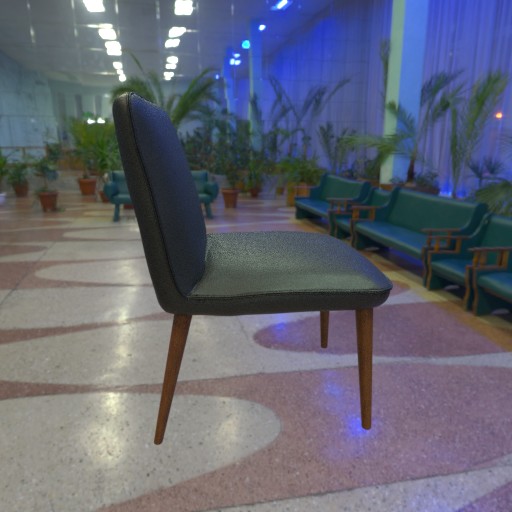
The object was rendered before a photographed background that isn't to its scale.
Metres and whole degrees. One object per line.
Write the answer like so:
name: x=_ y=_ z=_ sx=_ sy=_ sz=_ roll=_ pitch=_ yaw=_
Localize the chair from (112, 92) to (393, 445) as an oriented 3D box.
chair: x=0.000 y=0.000 z=1.204 sx=0.645 sy=0.801 sz=0.543 roll=-3 pitch=16 yaw=-10
